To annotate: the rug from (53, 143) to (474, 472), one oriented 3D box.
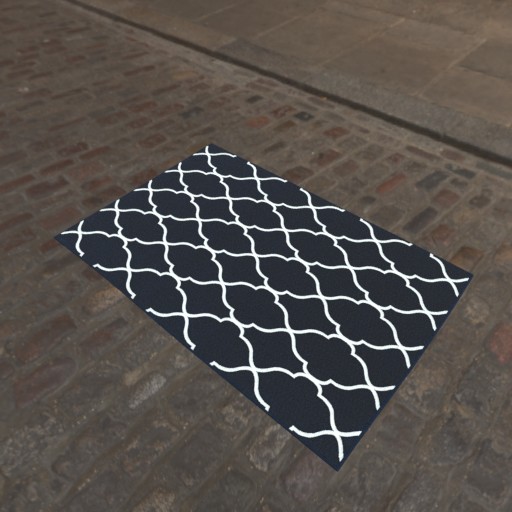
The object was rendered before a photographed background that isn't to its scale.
[{"bbox_3d":[0.000,0.000,2.867,2.294,0.014,1.528,32,54,27],"label":"rug"}]
